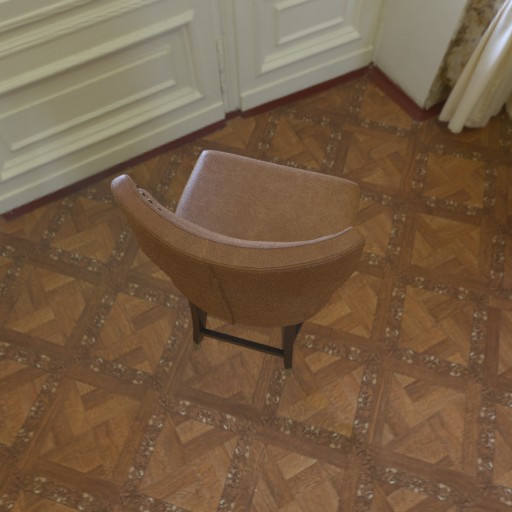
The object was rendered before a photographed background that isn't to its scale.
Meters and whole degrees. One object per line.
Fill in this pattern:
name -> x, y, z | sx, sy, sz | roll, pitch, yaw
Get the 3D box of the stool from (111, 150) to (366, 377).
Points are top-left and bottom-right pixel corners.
stool -> 0.000, 0.000, 1.335 | 0.526, 0.982, 0.563 | 14, 63, 7
